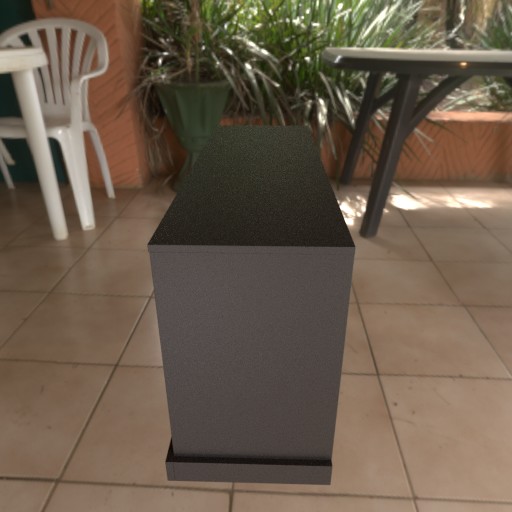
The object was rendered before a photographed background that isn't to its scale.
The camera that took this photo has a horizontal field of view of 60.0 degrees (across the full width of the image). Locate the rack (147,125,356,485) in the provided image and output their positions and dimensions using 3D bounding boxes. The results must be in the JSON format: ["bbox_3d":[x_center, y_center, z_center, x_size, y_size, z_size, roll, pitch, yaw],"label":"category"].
[{"bbox_3d":[0.000,0.000,1.479,0.399,0.635,1.206,1,27,2],"label":"rack"}]
